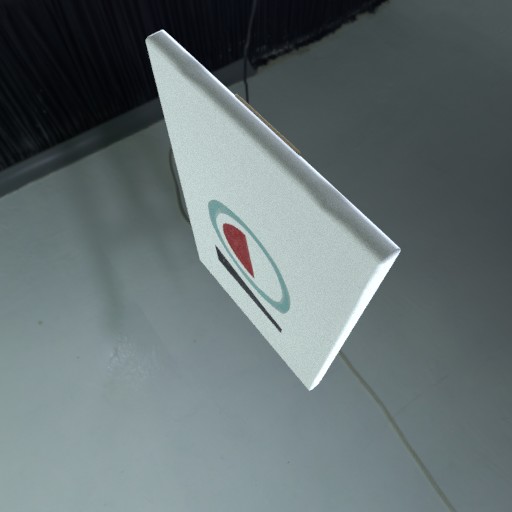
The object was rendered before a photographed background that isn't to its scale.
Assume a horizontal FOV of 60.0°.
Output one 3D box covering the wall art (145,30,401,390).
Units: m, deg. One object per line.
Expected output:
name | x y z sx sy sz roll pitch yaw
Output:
wall art | 0.000 0.000 1.116 0.048 0.902 0.602 -36 68 -17
